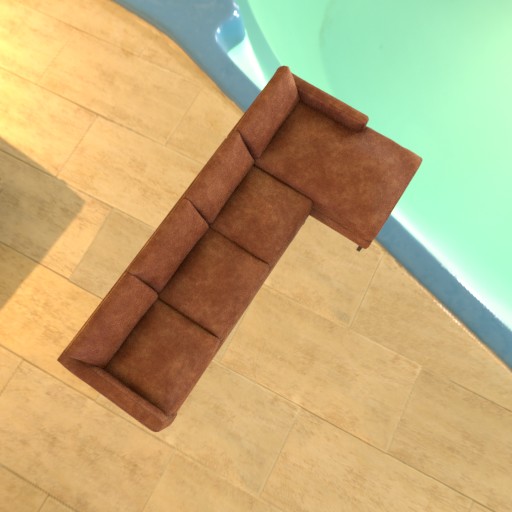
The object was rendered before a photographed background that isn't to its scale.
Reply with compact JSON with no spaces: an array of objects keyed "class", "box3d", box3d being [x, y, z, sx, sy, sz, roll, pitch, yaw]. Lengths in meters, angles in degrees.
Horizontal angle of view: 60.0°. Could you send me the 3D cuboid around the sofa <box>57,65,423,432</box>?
[{"class":"sofa","box3d":[0.000,0.000,3.593,1.471,0.859,2.993,32,77,8]}]
